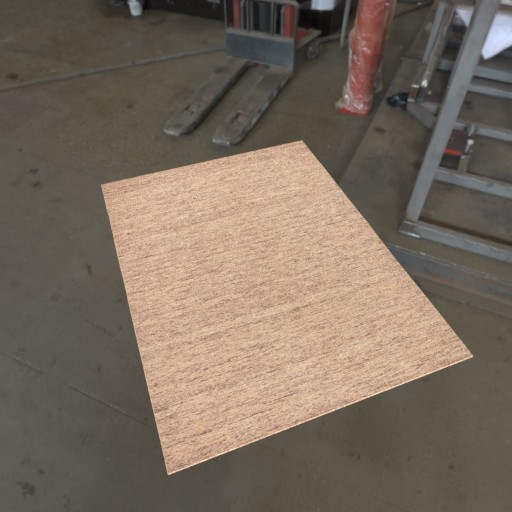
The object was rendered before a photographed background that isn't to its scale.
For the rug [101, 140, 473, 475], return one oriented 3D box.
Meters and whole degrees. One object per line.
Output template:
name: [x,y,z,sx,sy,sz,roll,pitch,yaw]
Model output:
rug: [0.000,0.000,4.197,2.448,0.013,3.205,-16,50,-14]
